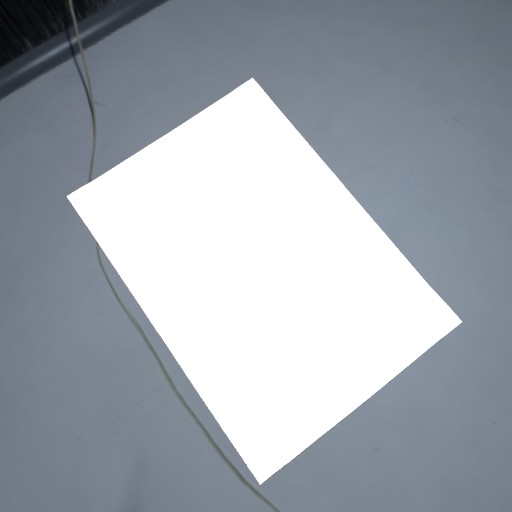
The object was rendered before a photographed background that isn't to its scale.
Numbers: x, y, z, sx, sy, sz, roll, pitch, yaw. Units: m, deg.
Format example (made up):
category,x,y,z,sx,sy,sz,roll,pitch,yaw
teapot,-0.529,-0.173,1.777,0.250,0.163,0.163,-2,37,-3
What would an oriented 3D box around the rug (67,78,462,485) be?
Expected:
category,x,y,z,sx,sy,sz,roll,pitch,yaw
rug,0.000,0.000,3.724,2.032,0.038,2.869,-35,77,-9
